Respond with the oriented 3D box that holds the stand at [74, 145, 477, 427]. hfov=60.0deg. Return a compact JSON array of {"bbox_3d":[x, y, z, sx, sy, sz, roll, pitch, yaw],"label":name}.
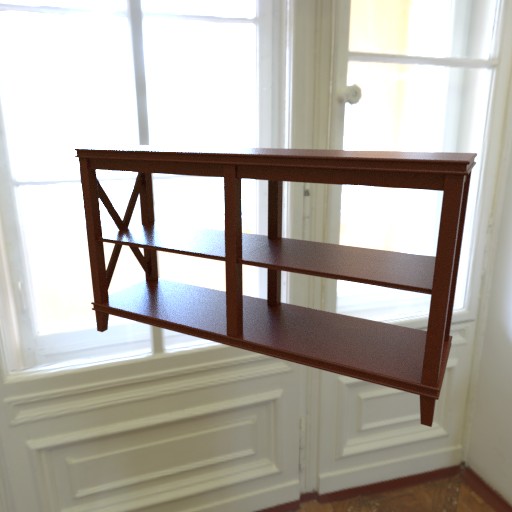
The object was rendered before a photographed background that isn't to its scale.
[{"bbox_3d":[0.000,0.000,1.645,1.372,0.762,0.381,8,18,27],"label":"stand"}]
